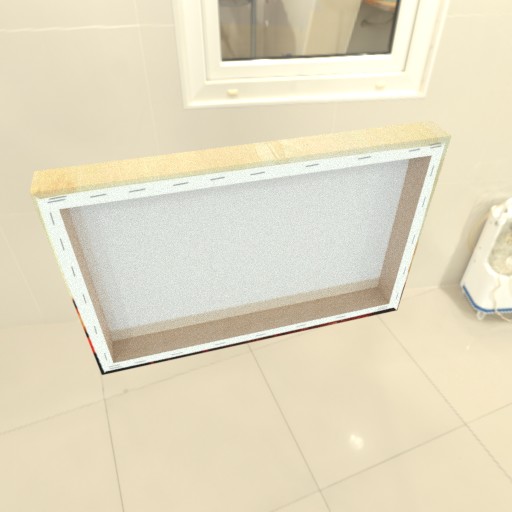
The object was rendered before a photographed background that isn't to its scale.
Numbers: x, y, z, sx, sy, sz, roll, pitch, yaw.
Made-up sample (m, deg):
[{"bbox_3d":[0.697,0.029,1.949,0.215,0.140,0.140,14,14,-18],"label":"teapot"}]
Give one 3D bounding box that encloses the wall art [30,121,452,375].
[{"bbox_3d":[0.000,0.000,0.486,0.383,0.251,0.037,-10,42,-11],"label":"wall art"}]
